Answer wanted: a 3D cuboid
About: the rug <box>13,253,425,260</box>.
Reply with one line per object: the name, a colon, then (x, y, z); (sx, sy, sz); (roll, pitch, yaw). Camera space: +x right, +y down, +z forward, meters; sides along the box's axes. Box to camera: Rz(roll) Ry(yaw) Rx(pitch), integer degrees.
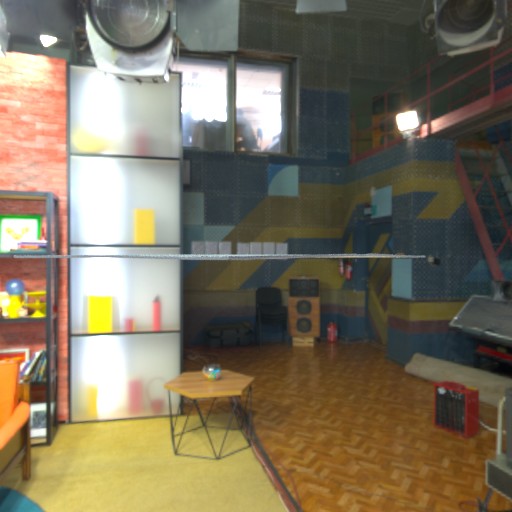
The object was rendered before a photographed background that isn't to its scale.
rug: (0.000, 0.000, 2.261); (1.174, 0.022, 1.853); (0, 0, 37)
